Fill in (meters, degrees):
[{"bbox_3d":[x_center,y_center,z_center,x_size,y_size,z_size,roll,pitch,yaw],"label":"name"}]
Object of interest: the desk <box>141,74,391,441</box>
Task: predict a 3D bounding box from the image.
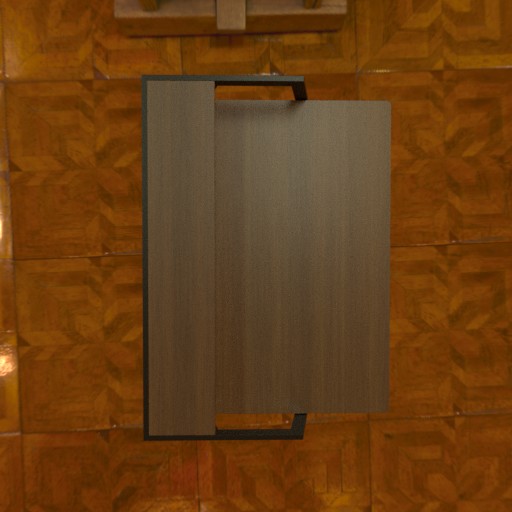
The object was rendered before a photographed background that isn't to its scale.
[{"bbox_3d":[0.000,0.000,1.887,0.936,0.998,1.143,0,91,-1],"label":"desk"}]
